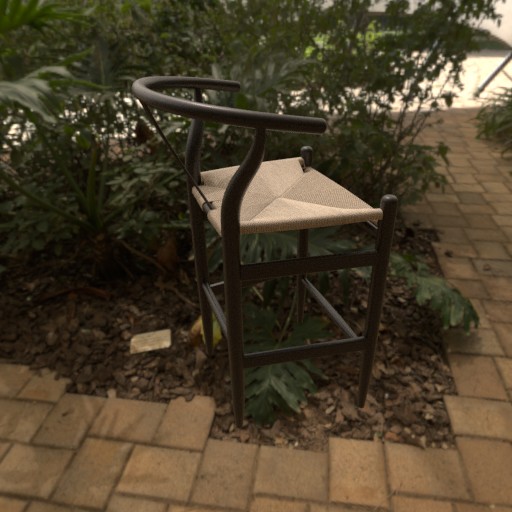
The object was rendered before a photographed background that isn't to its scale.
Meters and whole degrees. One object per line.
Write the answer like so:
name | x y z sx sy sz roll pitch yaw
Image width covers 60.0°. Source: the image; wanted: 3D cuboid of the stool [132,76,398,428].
stool | 0.000 0.000 1.293 0.579 0.970 0.569 -10 31 -17
